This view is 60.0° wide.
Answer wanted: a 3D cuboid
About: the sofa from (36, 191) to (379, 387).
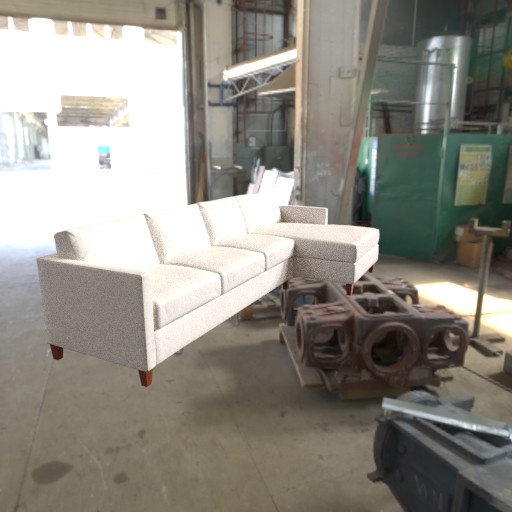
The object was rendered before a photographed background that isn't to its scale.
[{"bbox_3d":[0.000,0.000,4.168,1.606,0.954,3.471,7,15,26],"label":"sofa"}]
